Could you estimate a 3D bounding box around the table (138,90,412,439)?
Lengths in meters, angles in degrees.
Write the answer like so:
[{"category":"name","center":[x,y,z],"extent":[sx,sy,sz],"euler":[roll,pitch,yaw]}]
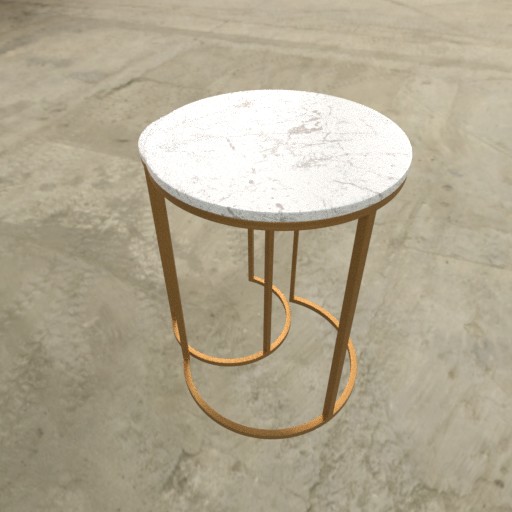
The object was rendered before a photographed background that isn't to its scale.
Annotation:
[{"category":"table","center":[0.000,0.000,0.889],"extent":[0.400,0.550,0.507],"euler":[-26,47,-27]}]
